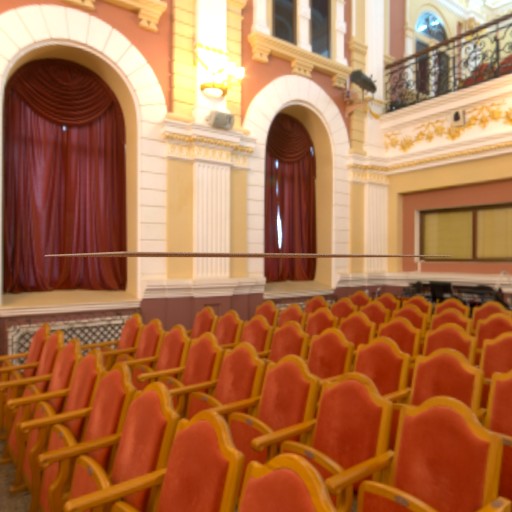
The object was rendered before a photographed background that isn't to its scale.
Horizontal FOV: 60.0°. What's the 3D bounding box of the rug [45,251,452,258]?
[{"bbox_3d":[0.000,0.000,3.112,2.438,0.011,1.524,0,-1,-36],"label":"rug"}]
